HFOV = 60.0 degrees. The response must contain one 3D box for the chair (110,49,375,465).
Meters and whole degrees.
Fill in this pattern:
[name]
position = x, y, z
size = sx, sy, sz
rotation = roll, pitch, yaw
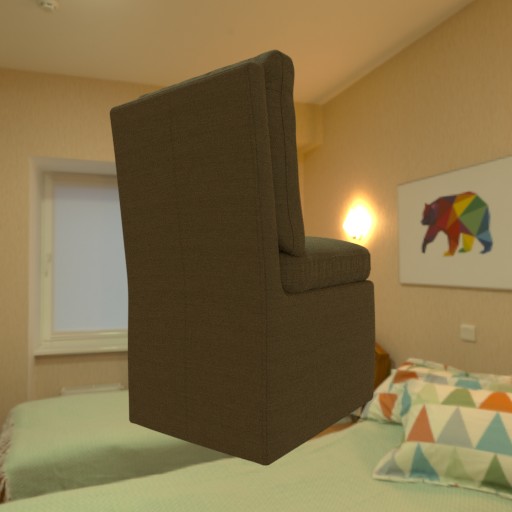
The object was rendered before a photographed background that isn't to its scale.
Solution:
[chair]
position = 0.000, 0.000, 1.315
size = 0.503, 0.927, 0.698
rotation = -1, -2, 36
